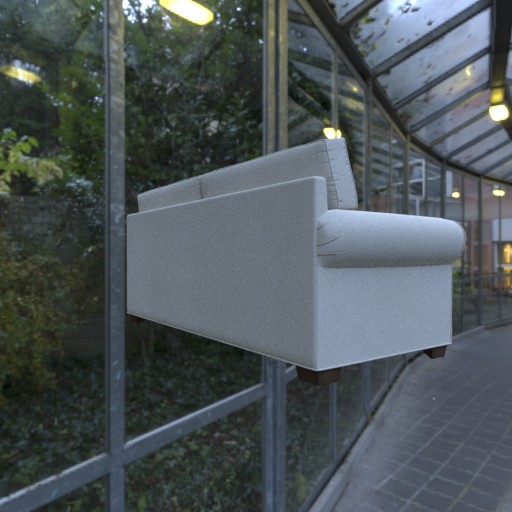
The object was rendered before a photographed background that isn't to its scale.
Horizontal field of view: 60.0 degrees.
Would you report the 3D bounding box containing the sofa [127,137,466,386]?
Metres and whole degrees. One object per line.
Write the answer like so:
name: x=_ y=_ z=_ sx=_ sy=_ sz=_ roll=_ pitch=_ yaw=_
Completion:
sofa: x=0.000 y=0.000 z=2.676 sx=0.901 sy=0.962 sz=2.146 roll=0 pitch=0 yaw=-36
